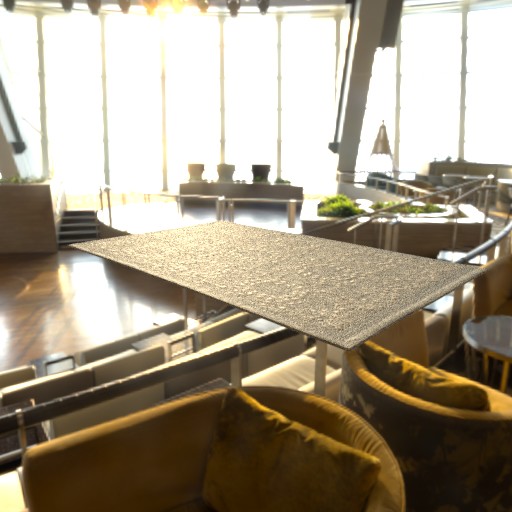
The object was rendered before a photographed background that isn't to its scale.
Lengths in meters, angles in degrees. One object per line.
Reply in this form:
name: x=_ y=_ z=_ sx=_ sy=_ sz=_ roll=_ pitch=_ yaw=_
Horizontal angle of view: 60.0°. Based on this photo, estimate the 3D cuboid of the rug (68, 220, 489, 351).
rug: x=0.000 y=0.000 z=3.032 sx=2.498 sy=0.022 sz=1.535 roll=14 pitch=20 yaw=43
